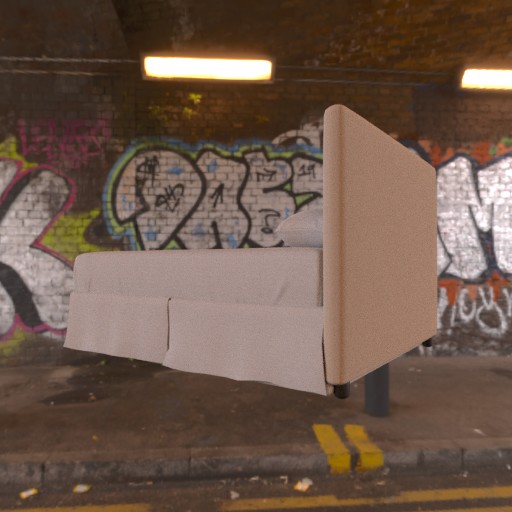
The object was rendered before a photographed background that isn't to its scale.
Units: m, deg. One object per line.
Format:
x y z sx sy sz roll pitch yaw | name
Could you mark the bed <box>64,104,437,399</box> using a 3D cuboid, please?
0.000 0.000 3.214 2.142 1.330 1.748 -1 -1 35 | bed
